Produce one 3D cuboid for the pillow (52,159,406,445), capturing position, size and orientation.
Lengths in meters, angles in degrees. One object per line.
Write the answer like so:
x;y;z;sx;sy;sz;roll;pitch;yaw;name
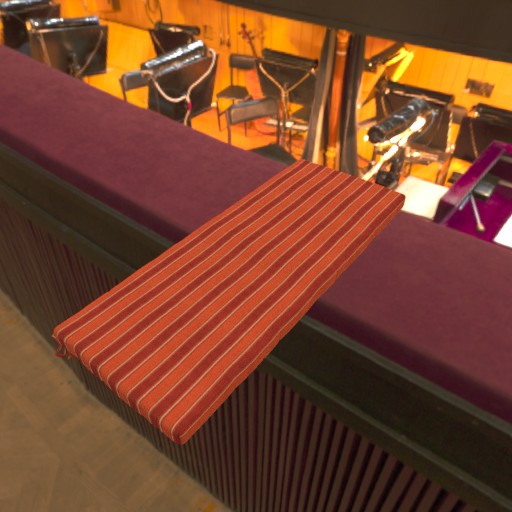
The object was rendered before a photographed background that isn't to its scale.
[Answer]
0.000;0.000;1.374;0.492;0.081;1.187;27;47;28;pillow
